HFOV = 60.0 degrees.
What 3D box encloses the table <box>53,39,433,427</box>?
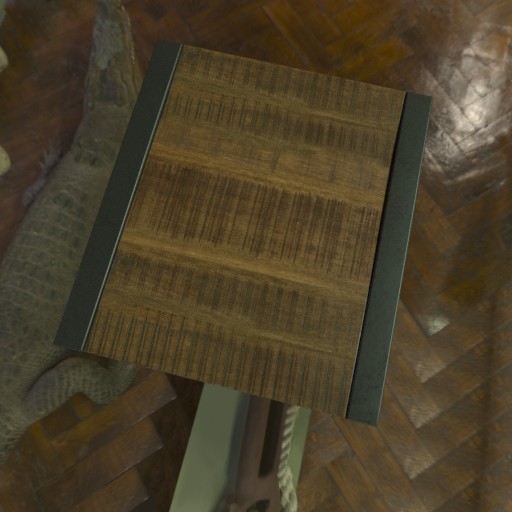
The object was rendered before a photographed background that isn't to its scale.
[{"bbox_3d":[0.000,0.000,0.913,0.449,0.550,0.500,13,77,3],"label":"table"}]
